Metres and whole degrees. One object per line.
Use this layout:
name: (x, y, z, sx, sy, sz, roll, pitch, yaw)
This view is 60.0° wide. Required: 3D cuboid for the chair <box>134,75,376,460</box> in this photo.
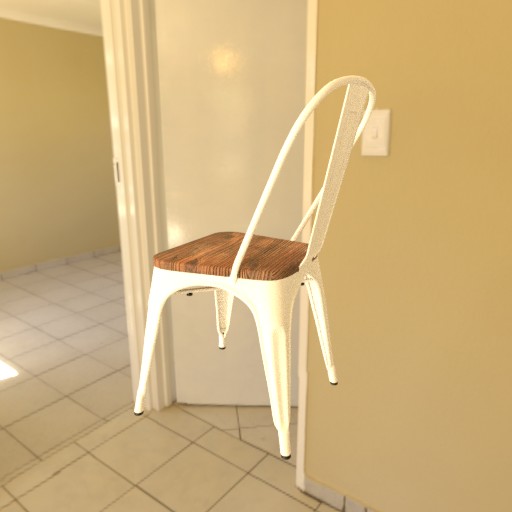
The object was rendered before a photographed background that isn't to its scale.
chair: (0.000, 0.000, 1.165, 0.521, 0.851, 0.452, 8, 18, 27)
